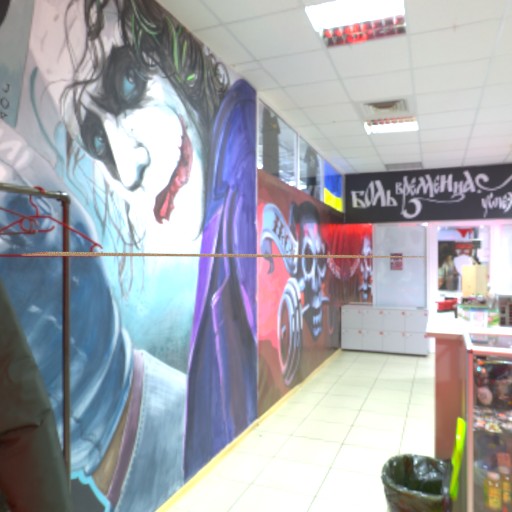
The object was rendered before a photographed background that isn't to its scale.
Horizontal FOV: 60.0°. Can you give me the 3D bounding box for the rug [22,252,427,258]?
[{"bbox_3d":[0.000,0.000,2.677,2.437,0.006,0.686,1,-1,-35],"label":"rug"}]
